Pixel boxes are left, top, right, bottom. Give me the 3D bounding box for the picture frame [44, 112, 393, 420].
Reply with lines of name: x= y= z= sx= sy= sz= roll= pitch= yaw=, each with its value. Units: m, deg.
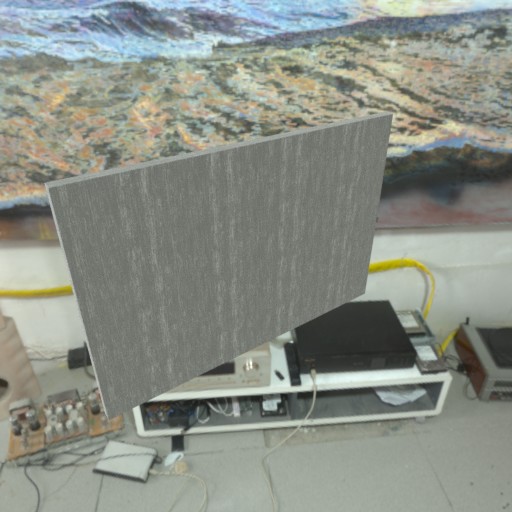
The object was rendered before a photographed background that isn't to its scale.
picture frame: x=0.000 y=0.000 z=1.220 sx=0.950 sy=0.640 sz=0.029 roll=-20 pitch=37 yaw=-30
